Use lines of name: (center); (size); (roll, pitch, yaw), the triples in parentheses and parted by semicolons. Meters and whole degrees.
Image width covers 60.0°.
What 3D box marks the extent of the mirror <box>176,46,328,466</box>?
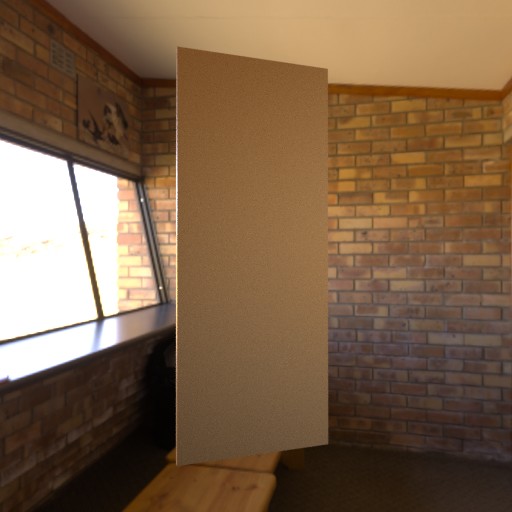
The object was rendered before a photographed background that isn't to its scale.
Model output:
mirror: (0.000, 0.000, 2.284); (0.812, 2.031, 0.025); (0, 0, -18)
